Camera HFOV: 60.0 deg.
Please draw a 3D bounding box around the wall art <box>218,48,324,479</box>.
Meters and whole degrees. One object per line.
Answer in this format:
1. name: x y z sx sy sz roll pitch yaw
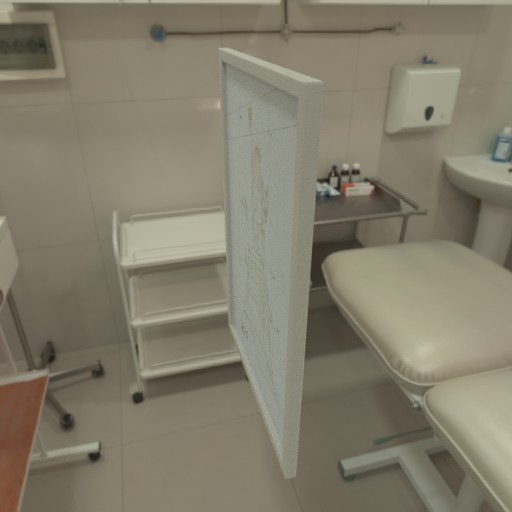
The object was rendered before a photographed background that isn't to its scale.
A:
1. wall art: 0.000 0.000 1.455 0.038 1.183 0.808 -8 30 -14
